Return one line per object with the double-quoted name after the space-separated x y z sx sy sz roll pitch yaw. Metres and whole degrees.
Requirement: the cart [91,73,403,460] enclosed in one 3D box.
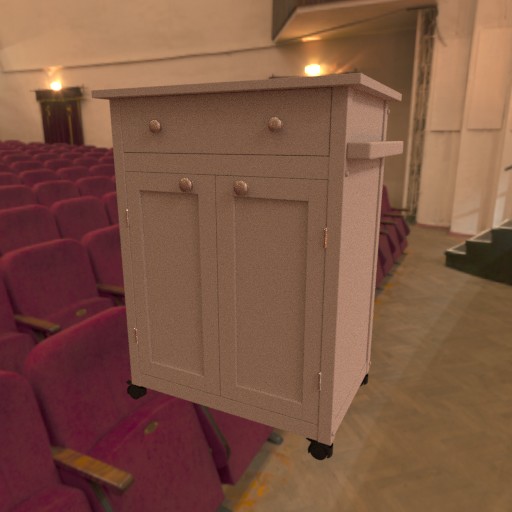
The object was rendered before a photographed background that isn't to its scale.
0.000 0.000 1.240 0.683 0.864 0.442 7 17 26 "cart"
